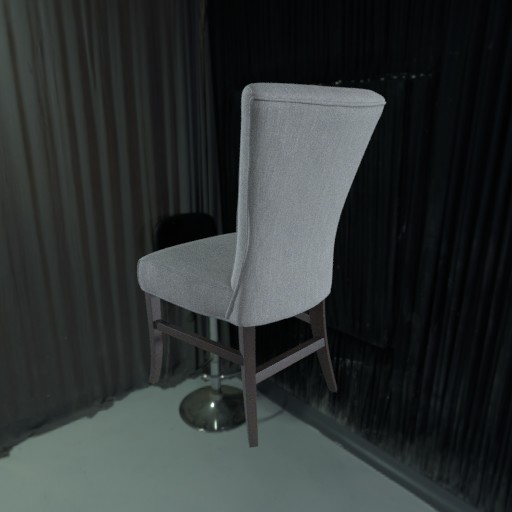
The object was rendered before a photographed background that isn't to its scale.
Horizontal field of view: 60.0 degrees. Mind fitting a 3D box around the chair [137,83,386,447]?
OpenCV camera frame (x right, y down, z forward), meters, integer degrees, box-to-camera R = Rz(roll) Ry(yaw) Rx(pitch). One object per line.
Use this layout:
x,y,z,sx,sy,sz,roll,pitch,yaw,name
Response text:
0.000,0.000,1.415,0.520,0.991,0.660,-16,24,-42,chair
